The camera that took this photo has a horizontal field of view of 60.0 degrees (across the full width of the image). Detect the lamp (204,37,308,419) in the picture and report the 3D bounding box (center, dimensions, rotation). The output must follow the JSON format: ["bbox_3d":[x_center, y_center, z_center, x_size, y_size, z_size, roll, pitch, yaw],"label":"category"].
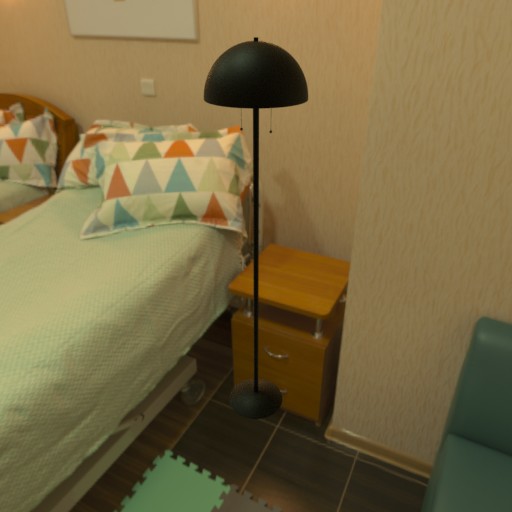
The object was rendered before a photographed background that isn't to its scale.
[{"bbox_3d":[0.000,0.000,1.671,0.328,1.480,0.328,-1,29,-2],"label":"lamp"}]
